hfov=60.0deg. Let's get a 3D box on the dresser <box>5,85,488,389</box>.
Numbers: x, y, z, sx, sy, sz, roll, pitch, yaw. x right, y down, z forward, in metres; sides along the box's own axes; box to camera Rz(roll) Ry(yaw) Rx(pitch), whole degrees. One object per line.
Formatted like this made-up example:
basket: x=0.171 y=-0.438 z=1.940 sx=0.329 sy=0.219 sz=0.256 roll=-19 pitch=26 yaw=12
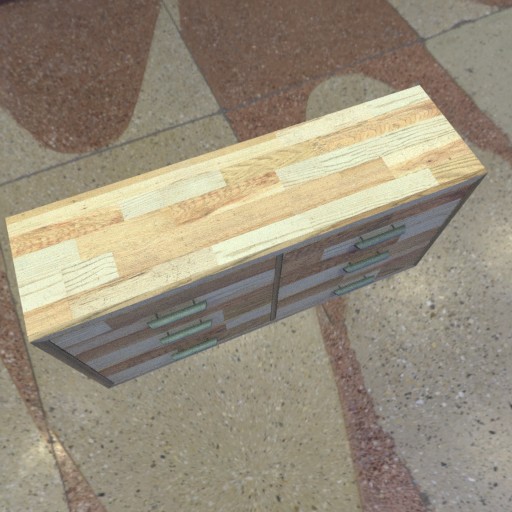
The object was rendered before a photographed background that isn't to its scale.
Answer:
dresser: x=0.000 y=0.000 z=1.831 sx=1.547 sy=0.834 sz=0.487 roll=-20 pitch=66 yaw=-10
